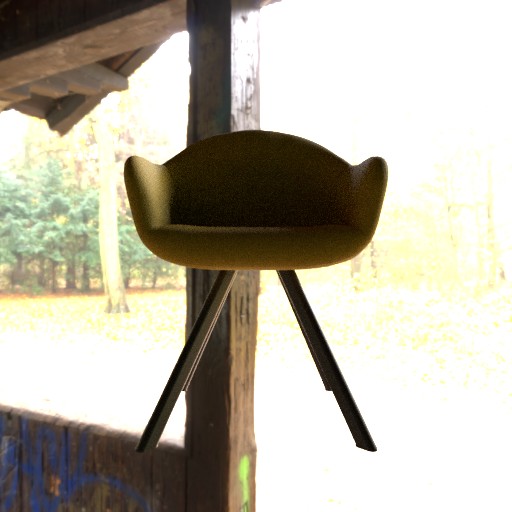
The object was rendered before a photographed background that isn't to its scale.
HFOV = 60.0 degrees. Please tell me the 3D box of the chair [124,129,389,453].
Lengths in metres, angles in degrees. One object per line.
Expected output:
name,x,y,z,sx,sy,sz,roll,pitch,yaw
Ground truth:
chair,0.000,0.000,1.169,0.590,0.795,0.550,0,-1,0
